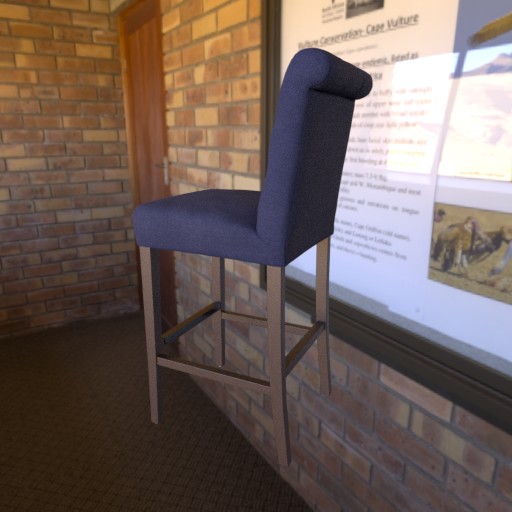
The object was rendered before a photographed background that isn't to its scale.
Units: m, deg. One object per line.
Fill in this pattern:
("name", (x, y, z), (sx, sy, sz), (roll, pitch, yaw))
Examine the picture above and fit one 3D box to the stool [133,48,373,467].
("stool", (0.000, 0.000, 1.435), (0.601, 1.140, 0.493), (7, 17, 25))
